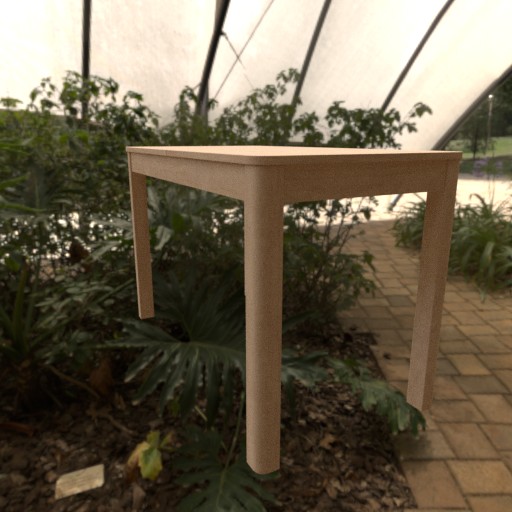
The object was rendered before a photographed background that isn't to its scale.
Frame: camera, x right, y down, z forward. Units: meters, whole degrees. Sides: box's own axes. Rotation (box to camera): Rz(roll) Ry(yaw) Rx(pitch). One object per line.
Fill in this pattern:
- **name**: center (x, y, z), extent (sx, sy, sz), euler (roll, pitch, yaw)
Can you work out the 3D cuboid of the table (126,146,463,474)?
- **table**: center (0.000, 0.000, 1.912), extent (0.750, 0.900, 1.400), euler (-8, 17, -27)
